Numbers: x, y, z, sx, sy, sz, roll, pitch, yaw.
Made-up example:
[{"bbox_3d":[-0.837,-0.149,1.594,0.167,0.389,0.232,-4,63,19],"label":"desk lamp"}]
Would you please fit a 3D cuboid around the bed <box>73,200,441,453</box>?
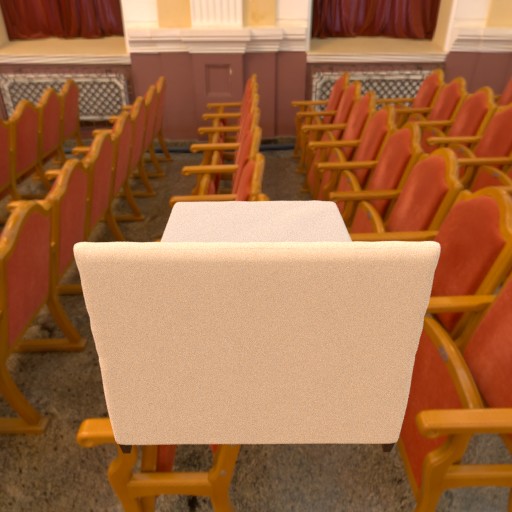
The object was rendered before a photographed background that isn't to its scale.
[{"bbox_3d":[0.000,0.000,3.357,1.698,1.427,2.387,0,30,0],"label":"bed"}]
